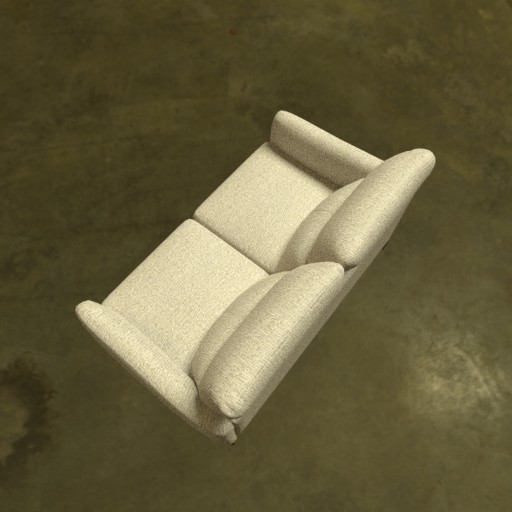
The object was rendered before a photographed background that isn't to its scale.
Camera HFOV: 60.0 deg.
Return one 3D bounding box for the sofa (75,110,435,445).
[{"bbox_3d":[0.000,0.000,2.134,0.905,0.950,1.540,36,69,16],"label":"sofa"}]
